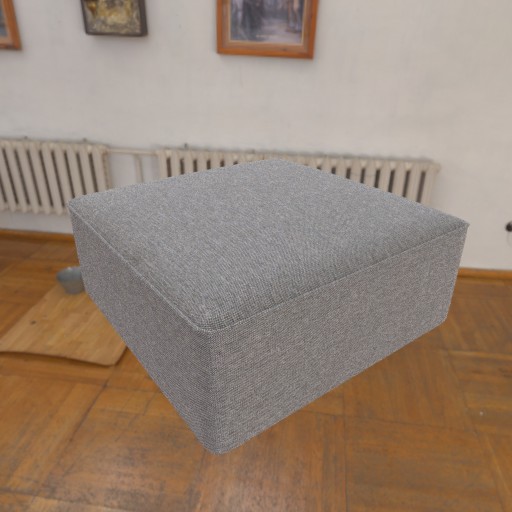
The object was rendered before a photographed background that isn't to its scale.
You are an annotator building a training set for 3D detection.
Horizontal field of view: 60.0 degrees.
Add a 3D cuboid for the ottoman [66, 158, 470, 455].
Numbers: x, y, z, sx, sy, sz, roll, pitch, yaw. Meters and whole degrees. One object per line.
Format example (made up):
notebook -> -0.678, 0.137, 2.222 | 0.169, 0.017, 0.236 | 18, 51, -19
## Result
ottoman -> 0.000, 0.000, 1.587 | 1.005, 0.455, 1.005 | -19, 32, -32
